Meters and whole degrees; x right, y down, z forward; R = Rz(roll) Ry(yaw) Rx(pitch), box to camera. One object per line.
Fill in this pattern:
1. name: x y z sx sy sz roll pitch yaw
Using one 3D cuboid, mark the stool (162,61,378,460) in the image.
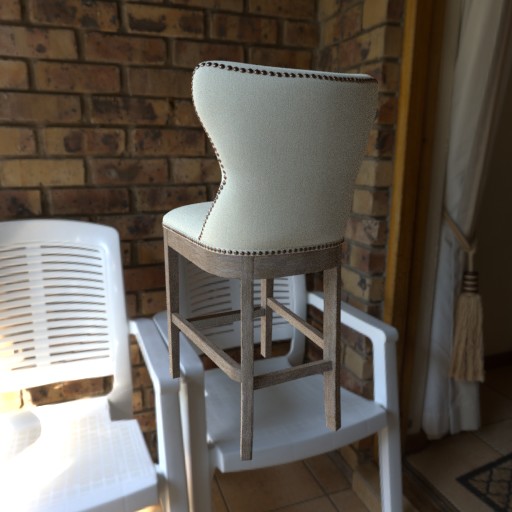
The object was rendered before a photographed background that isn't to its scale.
1. stool: 0.000 0.000 1.321 0.498 0.981 0.608 -7 15 -26
